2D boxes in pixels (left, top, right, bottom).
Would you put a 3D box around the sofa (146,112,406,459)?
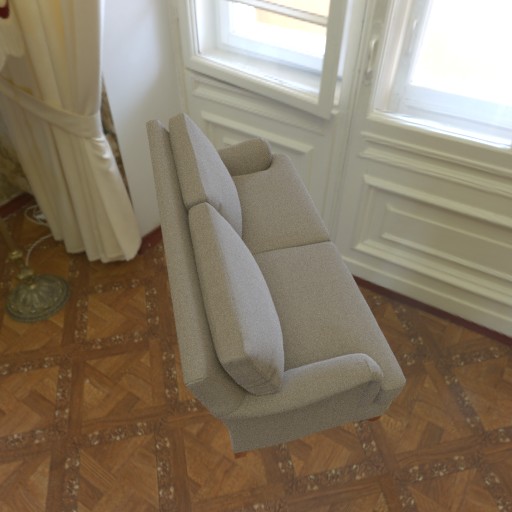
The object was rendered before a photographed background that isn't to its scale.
[{"bbox_3d":[0.000,0.000,2.837,1.087,1.054,2.160,-10,47,-10],"label":"sofa"}]
